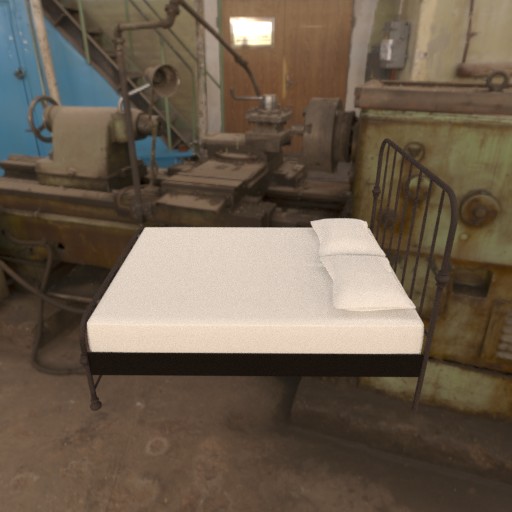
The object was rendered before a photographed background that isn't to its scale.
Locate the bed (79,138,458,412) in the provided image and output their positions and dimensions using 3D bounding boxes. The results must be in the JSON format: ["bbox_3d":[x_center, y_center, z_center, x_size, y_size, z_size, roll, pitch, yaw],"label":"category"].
[{"bbox_3d":[0.000,0.000,3.238,2.134,1.446,1.616,0,26,0],"label":"bed"}]
